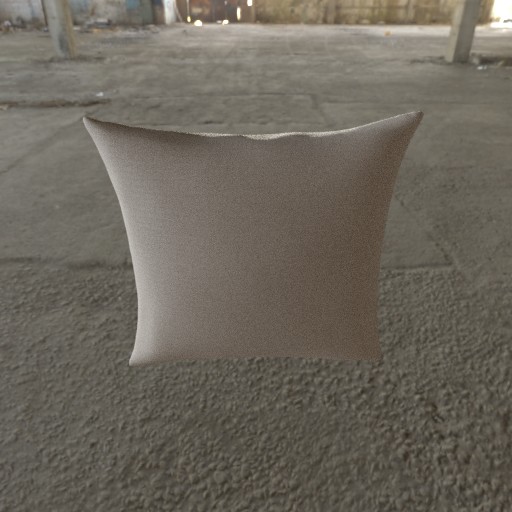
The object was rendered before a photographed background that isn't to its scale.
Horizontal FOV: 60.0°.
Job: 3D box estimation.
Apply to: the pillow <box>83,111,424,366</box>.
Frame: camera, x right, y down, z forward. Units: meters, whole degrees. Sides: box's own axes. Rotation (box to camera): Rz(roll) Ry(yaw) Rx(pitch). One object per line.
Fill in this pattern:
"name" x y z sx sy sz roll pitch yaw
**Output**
"pillow" 0.000 0.000 0.786 0.512 0.497 0.204 -1 30 -1
